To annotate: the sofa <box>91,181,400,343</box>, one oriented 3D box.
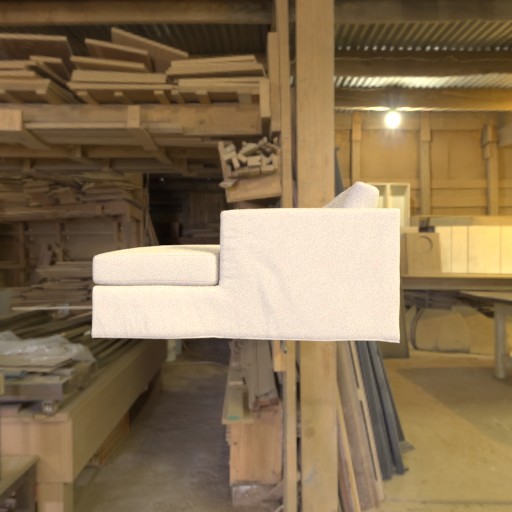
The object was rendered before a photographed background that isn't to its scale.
[{"bbox_3d":[0.000,0.000,3.852,1.622,0.871,3.206,0,1,2],"label":"sofa"}]
